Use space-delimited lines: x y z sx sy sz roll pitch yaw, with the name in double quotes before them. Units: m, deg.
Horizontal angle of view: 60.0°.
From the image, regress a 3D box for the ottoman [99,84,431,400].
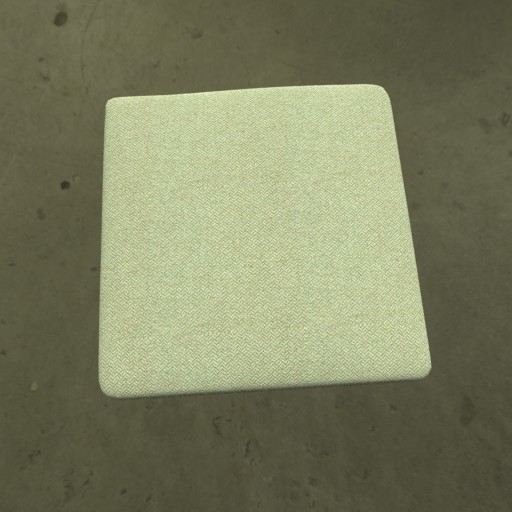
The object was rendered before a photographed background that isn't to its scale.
"ottoman" 0.000 0.000 0.905 0.512 0.453 0.521 -3 76 -1
